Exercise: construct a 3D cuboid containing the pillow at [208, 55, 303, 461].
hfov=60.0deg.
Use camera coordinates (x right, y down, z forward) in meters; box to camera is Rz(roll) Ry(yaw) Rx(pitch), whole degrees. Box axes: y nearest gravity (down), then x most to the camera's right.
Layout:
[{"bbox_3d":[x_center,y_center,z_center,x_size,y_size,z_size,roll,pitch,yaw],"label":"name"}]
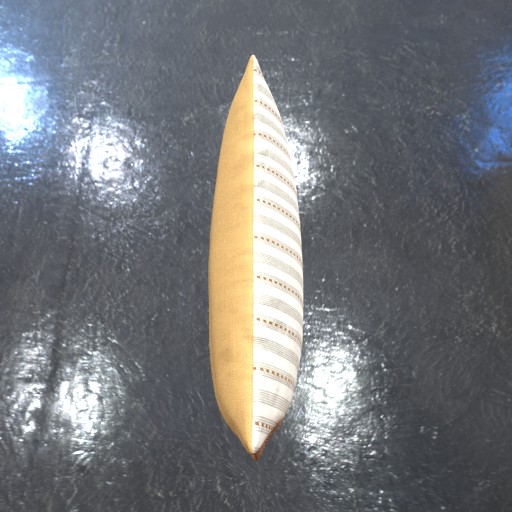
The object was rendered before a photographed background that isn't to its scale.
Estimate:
[{"bbox_3d":[0.000,0.000,0.729,0.151,0.291,0.608,0,63,0],"label":"pillow"}]
